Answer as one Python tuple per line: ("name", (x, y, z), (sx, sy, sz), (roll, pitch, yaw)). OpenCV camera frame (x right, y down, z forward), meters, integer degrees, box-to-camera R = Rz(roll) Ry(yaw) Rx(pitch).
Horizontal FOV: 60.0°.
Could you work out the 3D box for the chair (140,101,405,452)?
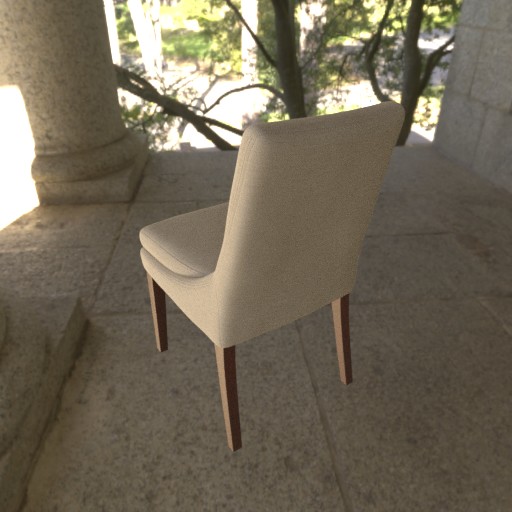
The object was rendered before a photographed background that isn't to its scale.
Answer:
("chair", (0.000, 0.000, 1.327), (0.515, 0.940, 0.638), (-19, 35, -29))
